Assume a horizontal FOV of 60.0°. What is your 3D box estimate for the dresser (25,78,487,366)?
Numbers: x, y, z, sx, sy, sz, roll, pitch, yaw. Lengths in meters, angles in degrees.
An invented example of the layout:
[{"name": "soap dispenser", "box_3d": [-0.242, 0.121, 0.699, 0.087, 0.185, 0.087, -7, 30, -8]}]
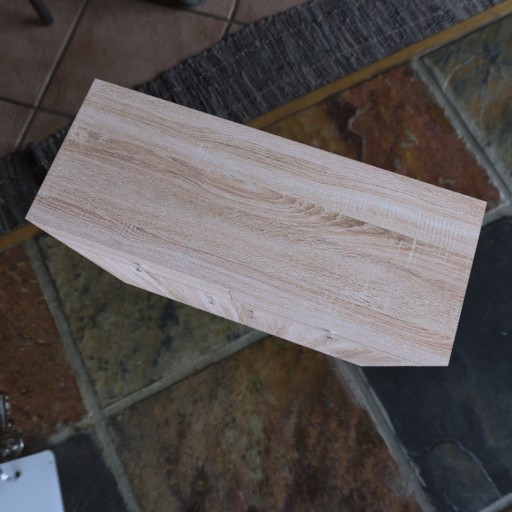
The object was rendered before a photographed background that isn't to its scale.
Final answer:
[{"name": "dresser", "box_3d": [0.000, 0.000, 1.567, 1.100, 0.900, 0.450, 19, 77, 5]}]
